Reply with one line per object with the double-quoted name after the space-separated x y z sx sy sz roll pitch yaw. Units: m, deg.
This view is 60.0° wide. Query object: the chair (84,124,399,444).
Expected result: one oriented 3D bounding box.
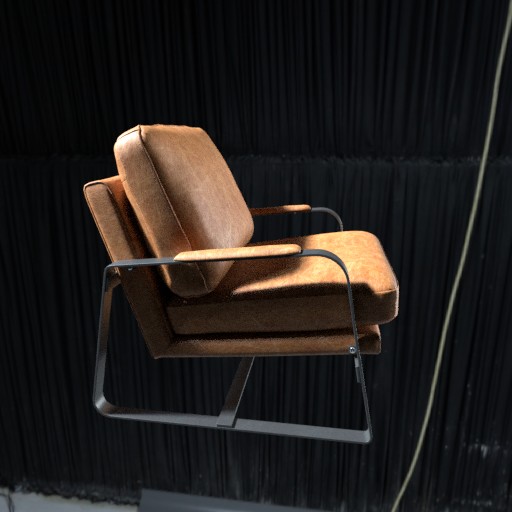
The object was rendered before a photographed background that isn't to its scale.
0.000 0.000 1.368 0.801 0.777 0.651 2 16 9 "chair"
